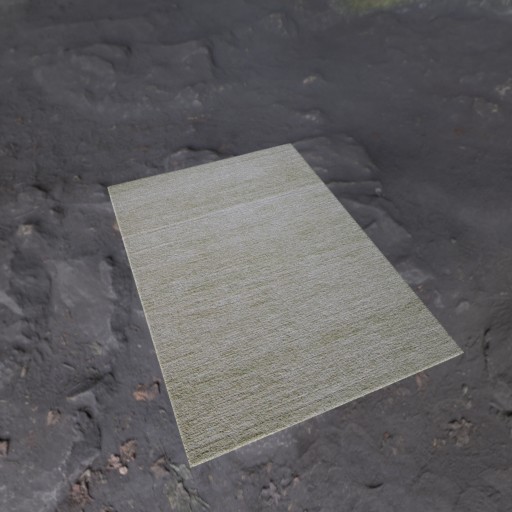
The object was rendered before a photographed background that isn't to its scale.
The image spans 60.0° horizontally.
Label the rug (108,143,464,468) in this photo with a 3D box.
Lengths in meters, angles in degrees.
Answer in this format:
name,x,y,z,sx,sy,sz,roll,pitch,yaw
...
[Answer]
name,x,y,z,sx,sy,sz,roll,pitch,yaw
rug,0.000,0.000,3.001,1.606,0.017,2.270,-17,50,-15
